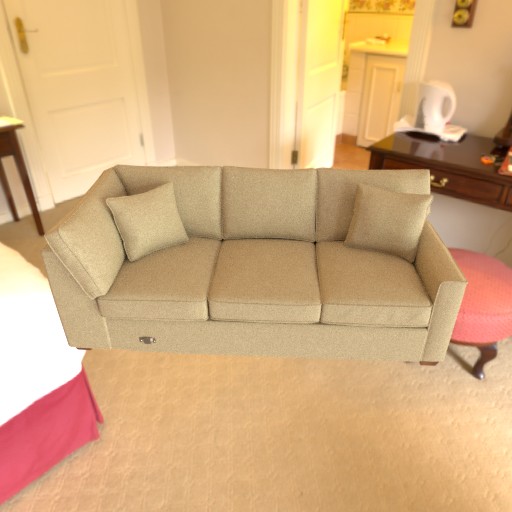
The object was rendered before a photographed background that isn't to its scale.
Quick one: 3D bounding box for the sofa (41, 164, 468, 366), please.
[{"bbox_3d":[0.000,0.000,2.885,2.317,0.962,1.061,2,31,2],"label":"sofa"}]
